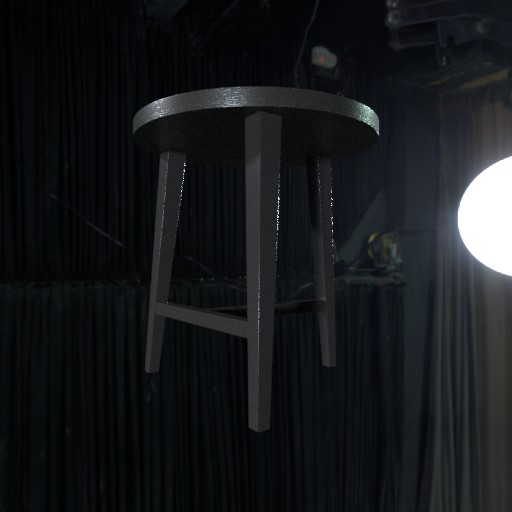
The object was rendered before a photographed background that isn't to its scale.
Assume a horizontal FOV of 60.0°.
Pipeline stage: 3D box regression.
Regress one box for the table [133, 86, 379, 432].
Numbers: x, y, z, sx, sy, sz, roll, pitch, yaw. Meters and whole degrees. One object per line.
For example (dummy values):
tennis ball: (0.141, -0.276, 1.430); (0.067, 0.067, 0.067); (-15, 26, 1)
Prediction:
table: (0.000, 0.000, 0.938); (0.500, 0.531, 0.500); (0, 0, 0)
